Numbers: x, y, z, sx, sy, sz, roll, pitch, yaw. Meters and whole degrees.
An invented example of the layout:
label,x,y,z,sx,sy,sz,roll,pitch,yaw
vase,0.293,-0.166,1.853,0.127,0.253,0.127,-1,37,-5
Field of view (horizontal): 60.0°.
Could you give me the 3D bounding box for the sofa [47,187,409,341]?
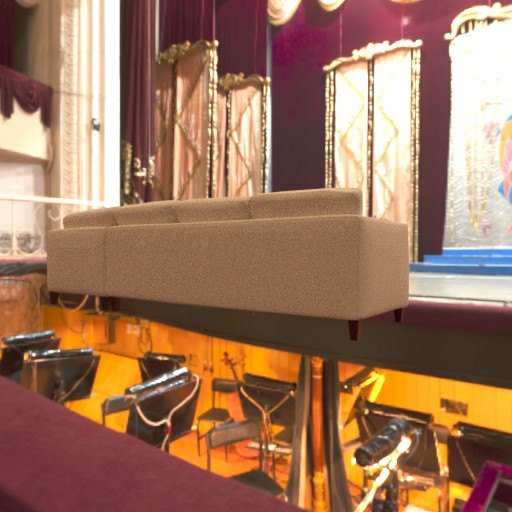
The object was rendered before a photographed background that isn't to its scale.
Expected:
label,x,y,z,sx,sy,sz,roll,pitch,yaw
sofa,0.000,0.000,4.471,3.302,0.947,2.593,0,1,35
